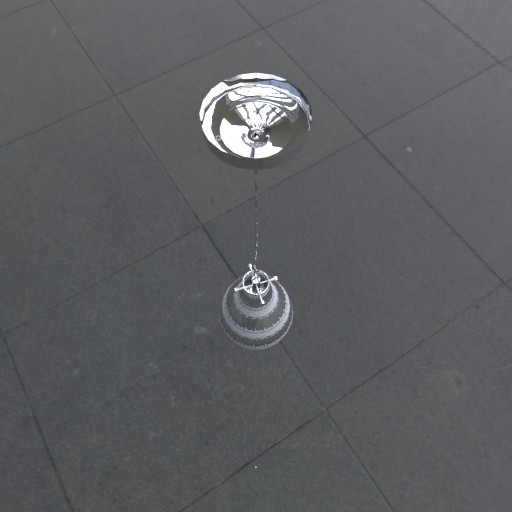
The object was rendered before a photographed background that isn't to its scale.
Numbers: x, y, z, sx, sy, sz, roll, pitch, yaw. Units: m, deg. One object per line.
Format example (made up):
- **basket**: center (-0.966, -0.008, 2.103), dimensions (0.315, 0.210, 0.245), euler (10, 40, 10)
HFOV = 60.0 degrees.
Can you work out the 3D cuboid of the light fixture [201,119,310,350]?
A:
- **light fixture**: center (0.000, 0.000, 1.635), dimensions (0.374, 1.457, 0.374), euler (-16, 66, -7)
